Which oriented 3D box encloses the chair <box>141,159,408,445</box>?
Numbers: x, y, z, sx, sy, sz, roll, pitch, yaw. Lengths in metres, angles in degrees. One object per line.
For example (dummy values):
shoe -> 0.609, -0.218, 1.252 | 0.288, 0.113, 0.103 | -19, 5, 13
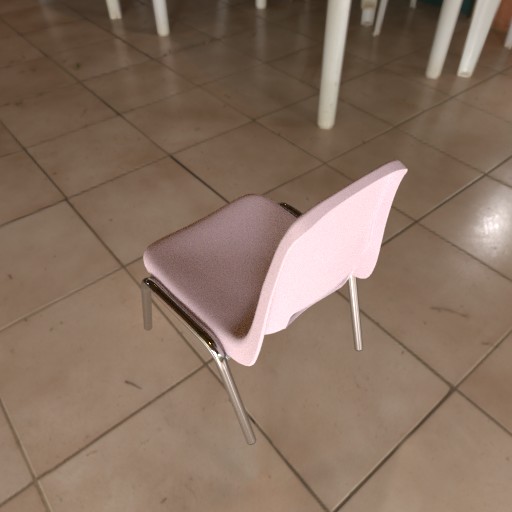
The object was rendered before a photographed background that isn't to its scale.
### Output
chair -> 0.000, 0.000, 0.803 | 0.354, 0.536, 0.385 | -32, 54, -27
